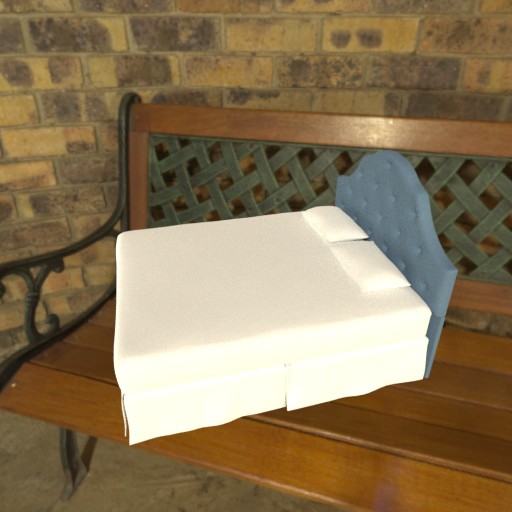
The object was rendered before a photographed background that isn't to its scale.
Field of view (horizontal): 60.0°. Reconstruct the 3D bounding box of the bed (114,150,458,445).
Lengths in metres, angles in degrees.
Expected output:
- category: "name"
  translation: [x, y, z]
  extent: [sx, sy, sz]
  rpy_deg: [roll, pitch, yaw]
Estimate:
- category: "bed"
  translation: [0.000, 0.000, 3.835]
  extent: [2.477, 1.617, 2.039]
  rpy_deg: [-8, 32, -12]
